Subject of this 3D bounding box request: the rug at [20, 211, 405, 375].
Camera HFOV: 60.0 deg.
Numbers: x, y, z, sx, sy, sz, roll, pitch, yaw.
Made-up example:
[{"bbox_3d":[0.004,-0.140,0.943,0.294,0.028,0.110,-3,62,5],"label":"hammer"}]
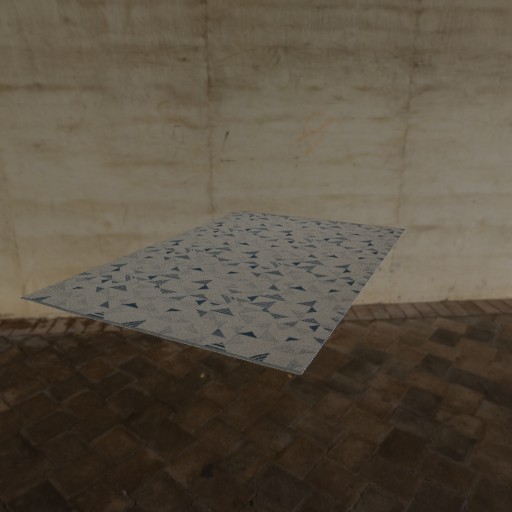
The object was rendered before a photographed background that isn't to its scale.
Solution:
[{"bbox_3d":[0.000,0.000,2.295,1.206,0.003,1.835,9,20,25],"label":"rug"}]
